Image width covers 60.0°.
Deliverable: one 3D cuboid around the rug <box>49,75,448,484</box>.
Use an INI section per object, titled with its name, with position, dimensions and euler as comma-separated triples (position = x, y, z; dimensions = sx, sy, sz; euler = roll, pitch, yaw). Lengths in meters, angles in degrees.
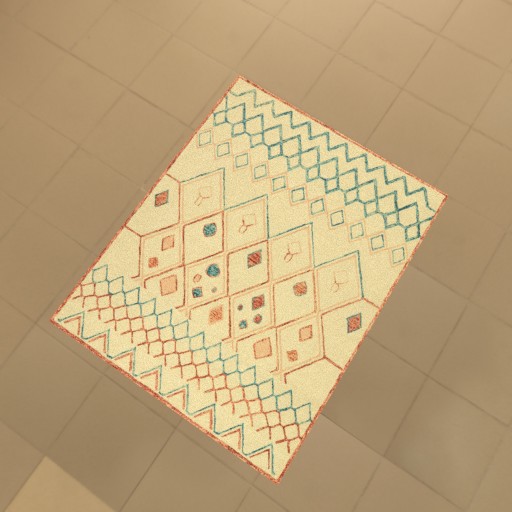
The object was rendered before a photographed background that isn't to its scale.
[rug]
position = 0.000, 0.000, 4.127
dimensions = 2.441, 0.016, 3.050
euler = 33, 78, 8
